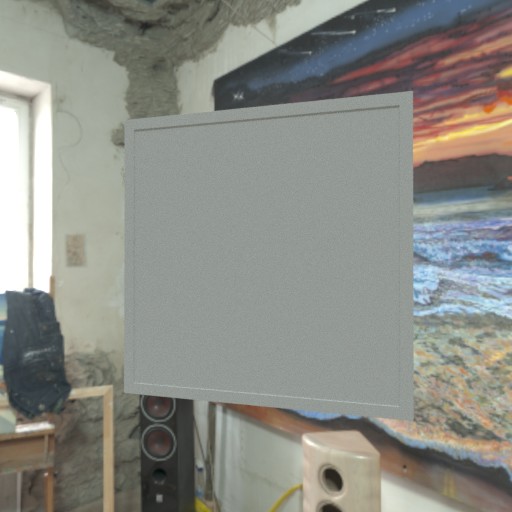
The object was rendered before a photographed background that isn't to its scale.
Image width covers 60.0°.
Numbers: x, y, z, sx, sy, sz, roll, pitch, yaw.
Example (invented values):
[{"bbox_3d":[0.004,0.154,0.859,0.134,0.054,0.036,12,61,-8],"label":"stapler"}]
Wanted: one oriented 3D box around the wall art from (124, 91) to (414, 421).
[{"bbox_3d":[0.000,0.000,0.987,0.660,0.660,0.015,0,0,16],"label":"wall art"}]
